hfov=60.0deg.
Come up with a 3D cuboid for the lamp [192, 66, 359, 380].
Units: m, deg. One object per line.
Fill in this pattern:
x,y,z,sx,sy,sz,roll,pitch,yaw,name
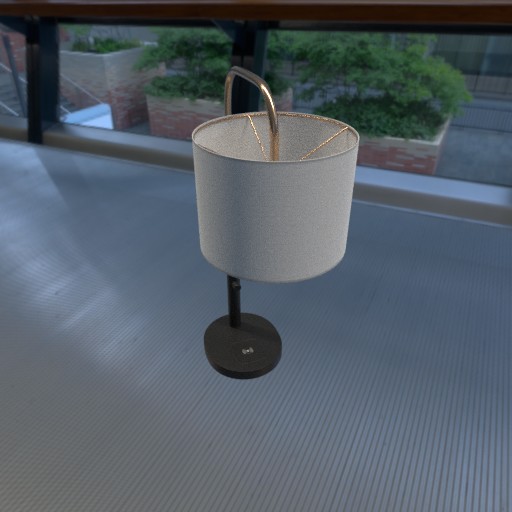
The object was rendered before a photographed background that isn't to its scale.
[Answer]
0.000,0.000,0.704,0.199,0.540,0.337,-11,34,-16,lamp
